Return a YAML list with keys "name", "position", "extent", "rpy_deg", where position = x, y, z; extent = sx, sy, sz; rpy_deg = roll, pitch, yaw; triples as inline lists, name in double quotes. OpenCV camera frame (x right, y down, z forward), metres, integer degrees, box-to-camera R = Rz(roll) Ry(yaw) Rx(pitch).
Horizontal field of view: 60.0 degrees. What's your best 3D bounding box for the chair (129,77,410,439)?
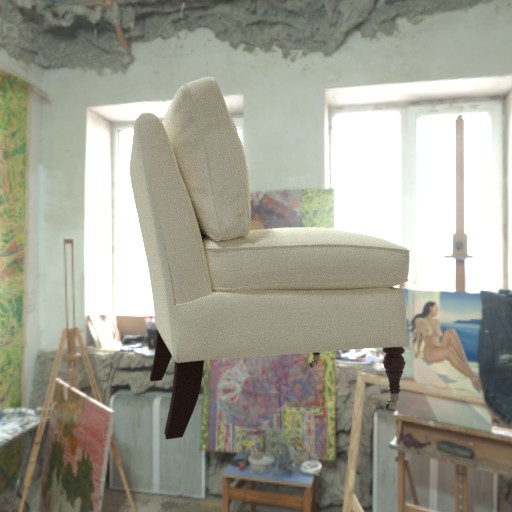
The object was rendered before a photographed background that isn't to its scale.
- name: "chair"
  position: [0.000, 0.000, 1.435]
  extent: [0.781, 0.887, 0.630]
  rpy_deg: [0, 0, -17]
